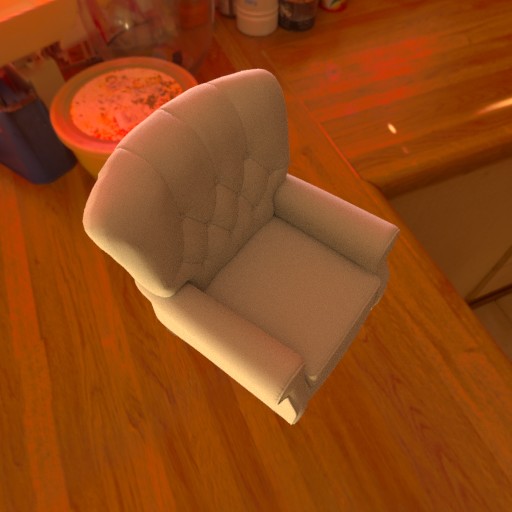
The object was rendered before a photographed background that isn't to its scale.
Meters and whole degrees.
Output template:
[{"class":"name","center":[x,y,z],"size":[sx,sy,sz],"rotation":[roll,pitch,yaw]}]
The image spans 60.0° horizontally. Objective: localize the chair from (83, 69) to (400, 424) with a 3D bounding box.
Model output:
[{"class":"chair","center":[0.000,0.000,2.097],"size":[1.128,1.217,1.090],"rotation":[32,63,19]}]
